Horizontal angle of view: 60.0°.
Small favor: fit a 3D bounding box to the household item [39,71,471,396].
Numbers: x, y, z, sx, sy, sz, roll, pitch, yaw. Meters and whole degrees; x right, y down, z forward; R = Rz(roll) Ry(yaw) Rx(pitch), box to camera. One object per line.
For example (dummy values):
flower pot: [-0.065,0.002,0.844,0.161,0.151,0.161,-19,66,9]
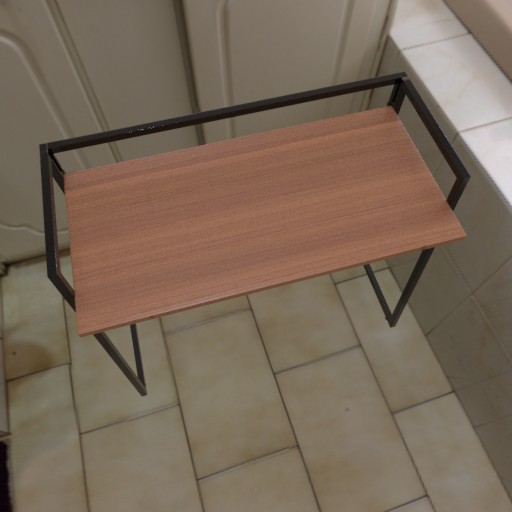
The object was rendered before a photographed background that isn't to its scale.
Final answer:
household item: [0.000,0.000,1.497,1.050,0.860,0.510,-14,63,-7]
